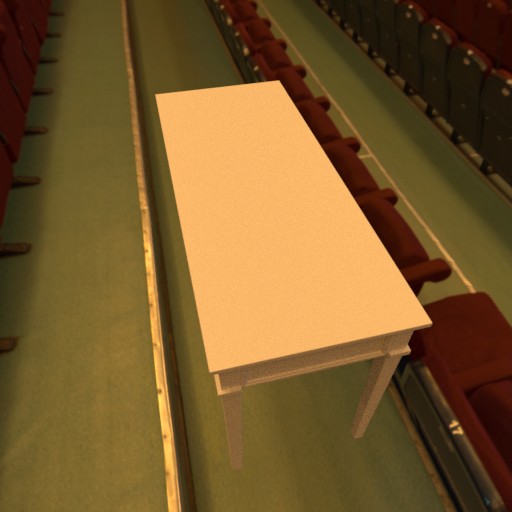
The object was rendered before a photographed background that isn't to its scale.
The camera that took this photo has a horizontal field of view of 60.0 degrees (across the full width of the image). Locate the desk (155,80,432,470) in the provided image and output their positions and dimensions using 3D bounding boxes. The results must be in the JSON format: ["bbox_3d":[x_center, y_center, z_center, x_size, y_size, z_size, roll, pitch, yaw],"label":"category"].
[{"bbox_3d":[0.000,0.000,1.787,0.559,0.774,1.372,-10,47,-10],"label":"desk"}]
